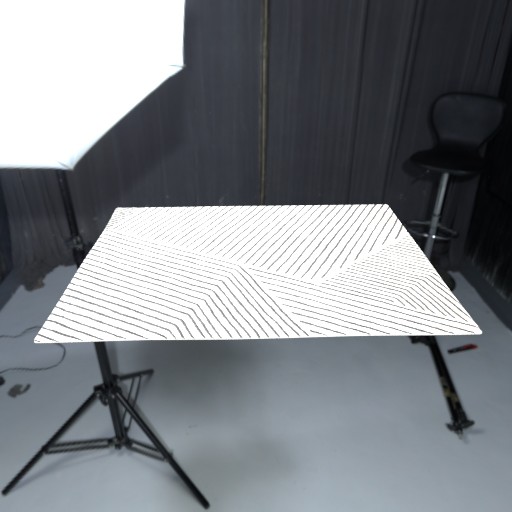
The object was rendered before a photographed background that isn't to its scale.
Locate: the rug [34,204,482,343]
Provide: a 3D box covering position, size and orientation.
[{"bbox_3d":[0.000,0.000,3.201,2.449,0.028,1.829,-1,29,-2],"label":"rug"}]
